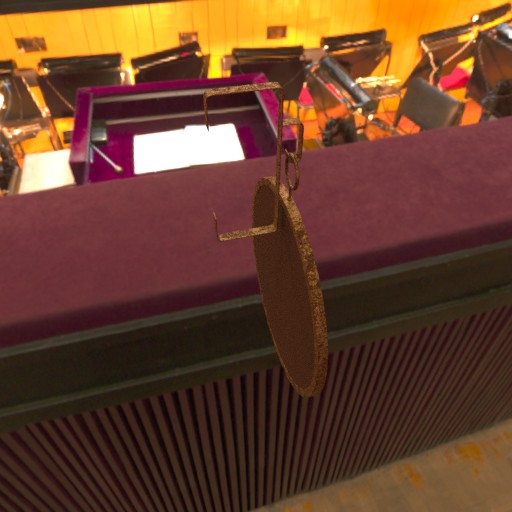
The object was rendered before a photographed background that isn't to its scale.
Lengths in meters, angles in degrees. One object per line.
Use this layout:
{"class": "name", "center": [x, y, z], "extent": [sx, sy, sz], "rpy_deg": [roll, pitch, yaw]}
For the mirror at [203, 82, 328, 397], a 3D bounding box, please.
{"class": "mirror", "center": [0.000, 0.000, 0.833], "extent": [0.144, 0.651, 0.447], "rpy_deg": [-10, 46, -10]}
